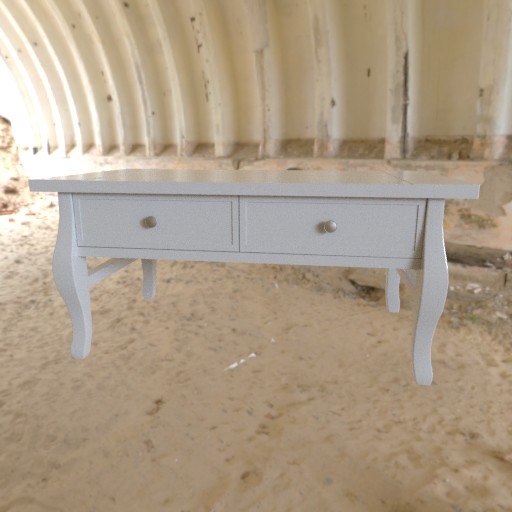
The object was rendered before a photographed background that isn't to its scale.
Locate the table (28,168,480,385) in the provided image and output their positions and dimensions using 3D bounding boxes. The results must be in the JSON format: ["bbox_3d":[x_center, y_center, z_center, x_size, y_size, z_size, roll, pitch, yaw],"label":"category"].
[{"bbox_3d":[0.000,0.000,1.366,1.062,0.495,0.600,2,14,8],"label":"table"}]
